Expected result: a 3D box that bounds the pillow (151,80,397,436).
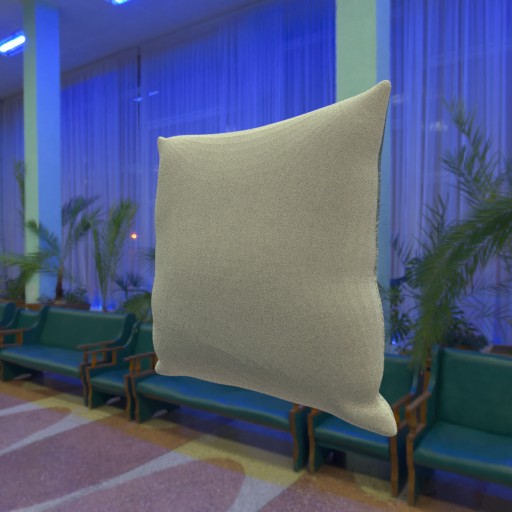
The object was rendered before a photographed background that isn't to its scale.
[{"bbox_3d":[0.000,0.000,0.676,0.440,0.441,0.182,1,1,37],"label":"pillow"}]
